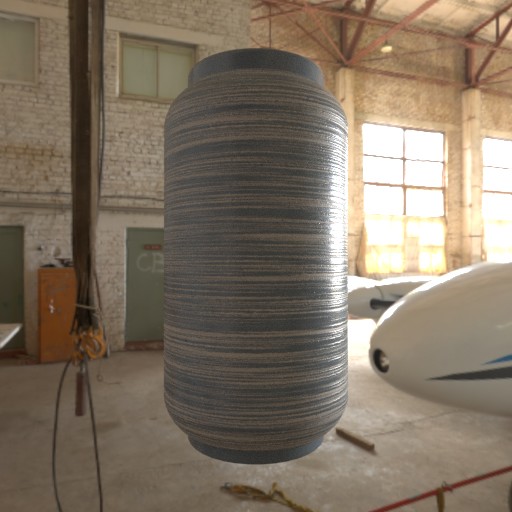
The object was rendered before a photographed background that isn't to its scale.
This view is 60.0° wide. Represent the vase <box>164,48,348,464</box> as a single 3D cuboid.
[{"bbox_3d":[0.000,0.000,0.286,0.116,0.230,0.116,0,0,0],"label":"vase"}]
